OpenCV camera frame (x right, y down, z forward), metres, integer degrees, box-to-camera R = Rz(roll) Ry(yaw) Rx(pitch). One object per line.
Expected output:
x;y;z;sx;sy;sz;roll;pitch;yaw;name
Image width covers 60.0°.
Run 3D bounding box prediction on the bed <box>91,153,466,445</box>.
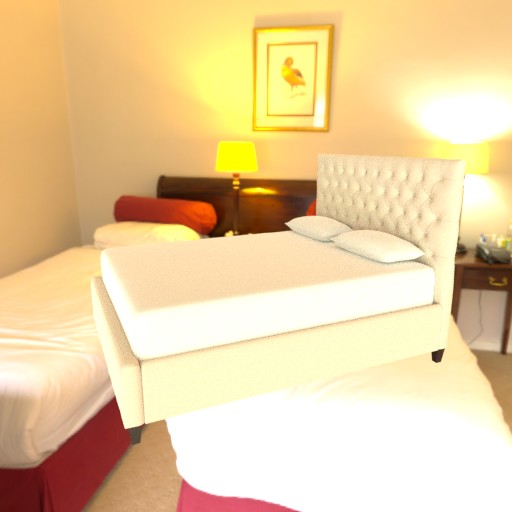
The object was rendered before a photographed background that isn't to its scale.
0.000;0.000;3.286;2.233;1.426;1.696;-6;16;-24;bed
